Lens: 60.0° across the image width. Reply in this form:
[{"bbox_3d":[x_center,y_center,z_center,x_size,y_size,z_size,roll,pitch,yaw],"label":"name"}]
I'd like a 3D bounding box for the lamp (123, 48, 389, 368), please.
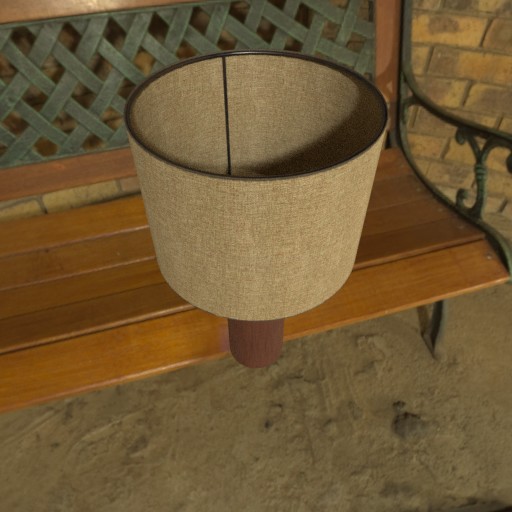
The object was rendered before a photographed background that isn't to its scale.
[{"bbox_3d":[0.000,0.000,0.471,0.202,0.350,0.202,0,46,0],"label":"lamp"}]
